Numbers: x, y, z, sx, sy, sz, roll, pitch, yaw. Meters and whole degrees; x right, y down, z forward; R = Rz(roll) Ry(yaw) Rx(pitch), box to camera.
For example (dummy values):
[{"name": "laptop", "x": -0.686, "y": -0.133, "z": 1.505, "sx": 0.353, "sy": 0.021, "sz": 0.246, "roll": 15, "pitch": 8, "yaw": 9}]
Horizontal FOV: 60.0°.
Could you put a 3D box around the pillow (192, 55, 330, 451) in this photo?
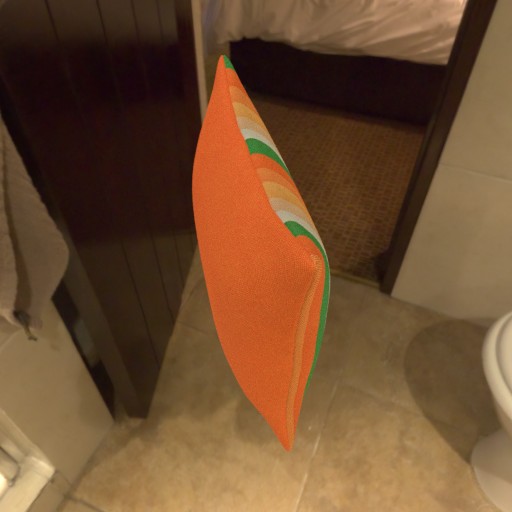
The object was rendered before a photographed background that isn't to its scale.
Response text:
[{"name": "pillow", "x": 0.000, "y": 0.000, "z": 0.697, "sx": 0.169, "sy": 0.444, "sz": 0.453, "roll": -10, "pitch": 47, "yaw": -9}]
